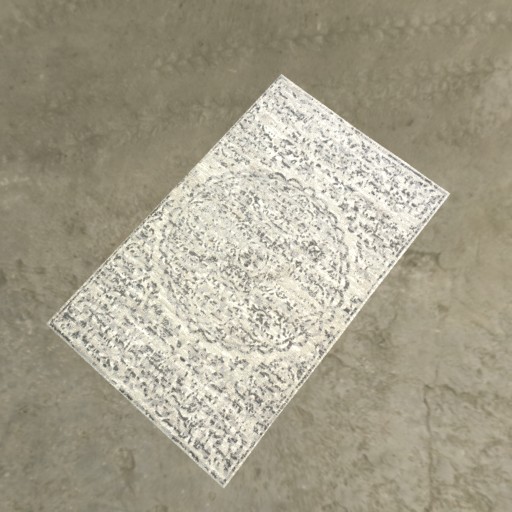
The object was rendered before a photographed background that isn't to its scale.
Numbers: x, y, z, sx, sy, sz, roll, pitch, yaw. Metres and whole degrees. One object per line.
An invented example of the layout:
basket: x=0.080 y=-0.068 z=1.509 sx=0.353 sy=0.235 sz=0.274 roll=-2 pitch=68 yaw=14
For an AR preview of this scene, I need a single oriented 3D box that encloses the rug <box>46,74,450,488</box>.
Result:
rug: x=0.000 y=0.000 z=3.000 sx=1.527 sy=0.021 sz=2.447 roll=39 pitch=78 yaw=10
